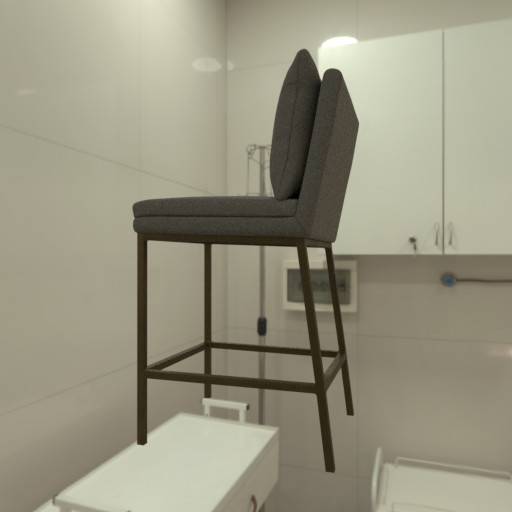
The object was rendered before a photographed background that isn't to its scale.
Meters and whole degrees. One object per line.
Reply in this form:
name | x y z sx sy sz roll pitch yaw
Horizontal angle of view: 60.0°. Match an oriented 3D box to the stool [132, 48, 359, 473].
stool | 0.000 0.000 1.335 0.569 1.030 0.463 0 0 19
